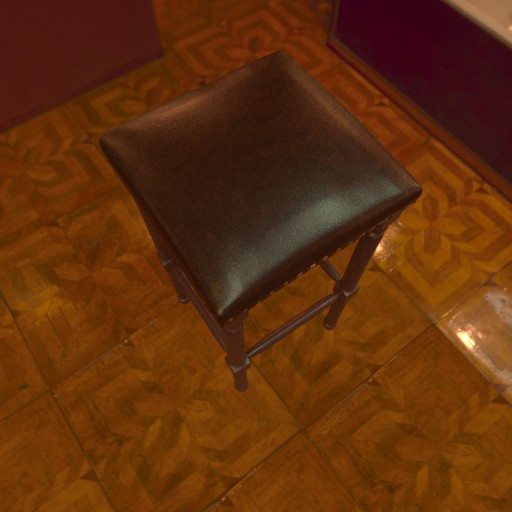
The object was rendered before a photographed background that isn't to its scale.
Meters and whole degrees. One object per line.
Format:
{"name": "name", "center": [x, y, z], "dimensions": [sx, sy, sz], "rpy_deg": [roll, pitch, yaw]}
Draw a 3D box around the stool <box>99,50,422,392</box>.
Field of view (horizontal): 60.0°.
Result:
{"name": "stool", "center": [0.000, 0.000, 1.007], "dimensions": [0.382, 0.768, 0.383], "rpy_deg": [-31, 68, -15]}
